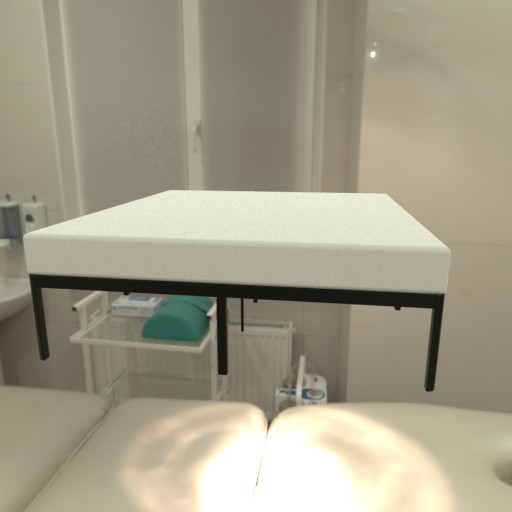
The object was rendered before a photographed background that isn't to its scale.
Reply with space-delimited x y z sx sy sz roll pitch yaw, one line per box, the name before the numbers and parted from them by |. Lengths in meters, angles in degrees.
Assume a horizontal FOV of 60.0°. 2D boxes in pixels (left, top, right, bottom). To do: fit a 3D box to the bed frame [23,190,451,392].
bed frame | 0.000 0.000 3.027 1.963 0.659 2.079 2 14 9
